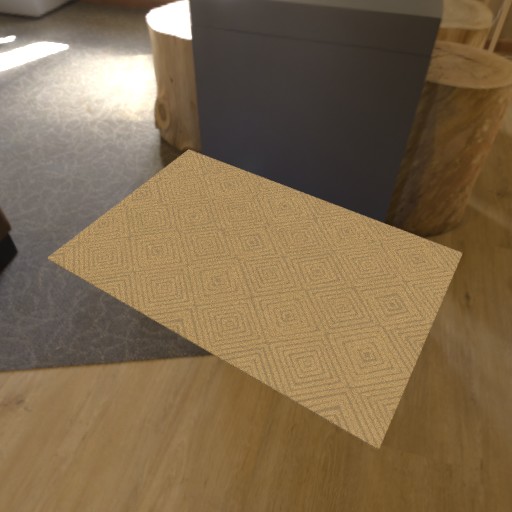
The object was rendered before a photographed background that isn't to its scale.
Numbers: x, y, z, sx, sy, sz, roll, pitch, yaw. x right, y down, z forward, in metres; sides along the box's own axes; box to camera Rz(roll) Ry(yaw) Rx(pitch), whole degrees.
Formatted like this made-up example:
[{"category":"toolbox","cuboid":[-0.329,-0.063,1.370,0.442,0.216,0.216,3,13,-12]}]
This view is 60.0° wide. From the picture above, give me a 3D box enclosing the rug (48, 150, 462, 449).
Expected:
[{"category":"rug","cuboid":[0.000,0.000,2.233,1.753,0.008,1.143,25,51,21]}]
